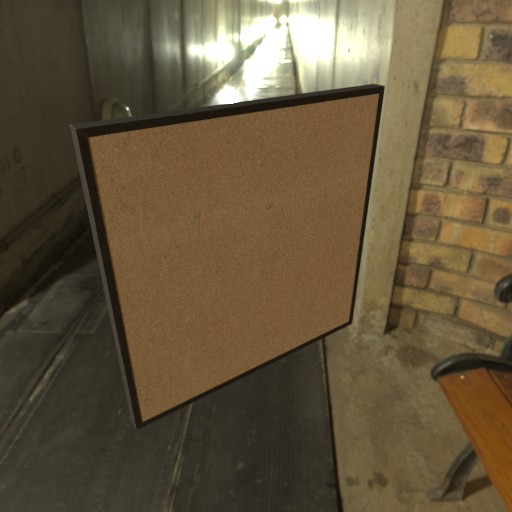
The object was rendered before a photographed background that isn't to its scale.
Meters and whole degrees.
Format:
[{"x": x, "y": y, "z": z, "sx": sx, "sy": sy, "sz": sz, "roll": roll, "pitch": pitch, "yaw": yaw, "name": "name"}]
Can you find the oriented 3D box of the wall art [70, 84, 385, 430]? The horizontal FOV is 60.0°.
[{"x": 0.000, "y": 0.000, "z": 1.138, "sx": 0.762, "sy": 0.762, "sz": 0.038, "roll": -19, "pitch": 35, "yaw": -29, "name": "wall art"}]
